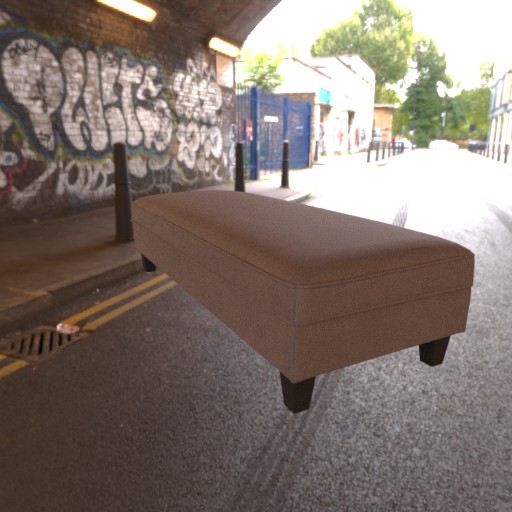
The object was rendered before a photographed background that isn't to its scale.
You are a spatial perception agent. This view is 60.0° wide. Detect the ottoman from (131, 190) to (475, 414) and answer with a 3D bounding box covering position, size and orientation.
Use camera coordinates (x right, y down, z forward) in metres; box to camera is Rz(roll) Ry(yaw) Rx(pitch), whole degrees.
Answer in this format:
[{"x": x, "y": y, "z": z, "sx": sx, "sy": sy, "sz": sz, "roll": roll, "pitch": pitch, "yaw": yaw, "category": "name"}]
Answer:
[{"x": 0.000, "y": 0.000, "z": 2.041, "sx": 0.751, "sy": 0.470, "sz": 1.764, "roll": -8, "pitch": 17, "yaw": -27, "category": "ottoman"}]
